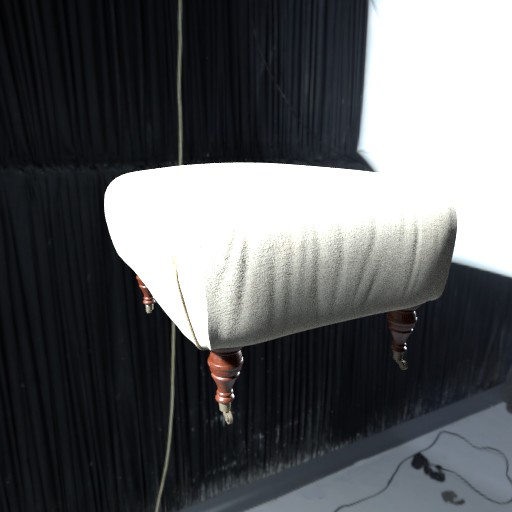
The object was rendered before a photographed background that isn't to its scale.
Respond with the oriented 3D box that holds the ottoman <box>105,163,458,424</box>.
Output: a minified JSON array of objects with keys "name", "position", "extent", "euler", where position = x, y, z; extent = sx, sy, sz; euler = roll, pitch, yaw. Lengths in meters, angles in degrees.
[{"name":"ottoman","position":[0.000,0.000,1.111],"extent":[0.622,0.450,0.747],"euler":[-7,17,-26]}]
